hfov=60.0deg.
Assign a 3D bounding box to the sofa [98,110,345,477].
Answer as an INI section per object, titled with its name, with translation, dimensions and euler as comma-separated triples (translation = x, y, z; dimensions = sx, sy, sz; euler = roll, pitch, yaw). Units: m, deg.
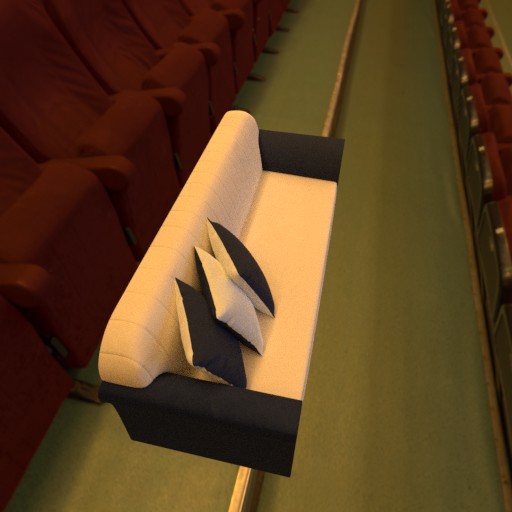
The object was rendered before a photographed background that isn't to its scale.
[sofa]
translation = 0.000, 0.000, 2.383
dimensions = 0.749, 0.789, 2.006
euler = 9, 46, 9
